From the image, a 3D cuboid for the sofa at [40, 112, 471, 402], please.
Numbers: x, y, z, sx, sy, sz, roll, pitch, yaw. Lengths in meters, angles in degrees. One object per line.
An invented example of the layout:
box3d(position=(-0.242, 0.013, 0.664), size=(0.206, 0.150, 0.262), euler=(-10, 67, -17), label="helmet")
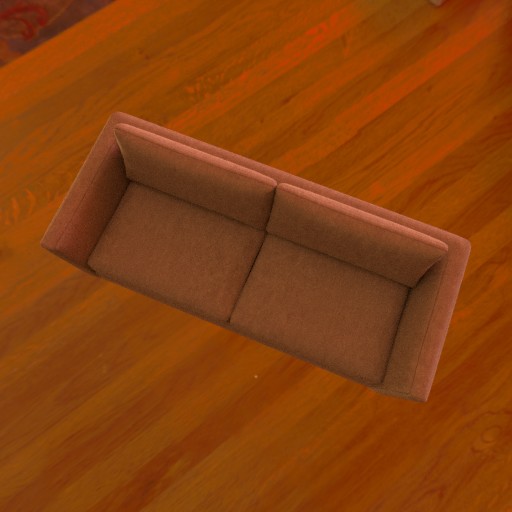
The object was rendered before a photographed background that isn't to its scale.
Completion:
box3d(position=(0.000, 0.000, 2.567), size=(2.121, 0.864, 0.889), euler=(21, 76, 6), label="sofa")
